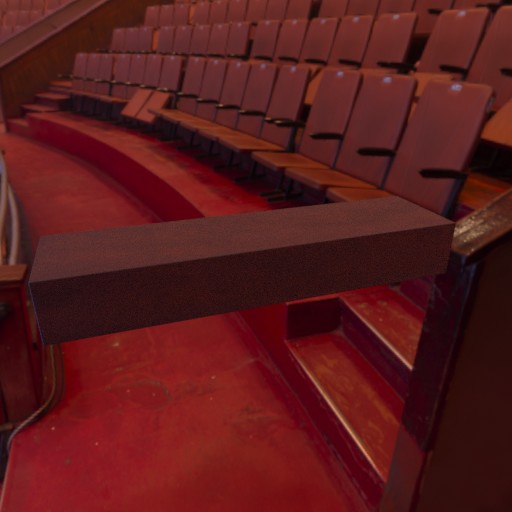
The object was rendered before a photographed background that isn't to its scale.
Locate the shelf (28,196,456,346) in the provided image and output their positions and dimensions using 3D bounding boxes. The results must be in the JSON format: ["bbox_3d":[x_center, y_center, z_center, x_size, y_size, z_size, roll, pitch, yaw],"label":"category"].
[{"bbox_3d":[0.000,0.000,0.683,0.607,0.088,0.152,-8,26,-17],"label":"shelf"}]
